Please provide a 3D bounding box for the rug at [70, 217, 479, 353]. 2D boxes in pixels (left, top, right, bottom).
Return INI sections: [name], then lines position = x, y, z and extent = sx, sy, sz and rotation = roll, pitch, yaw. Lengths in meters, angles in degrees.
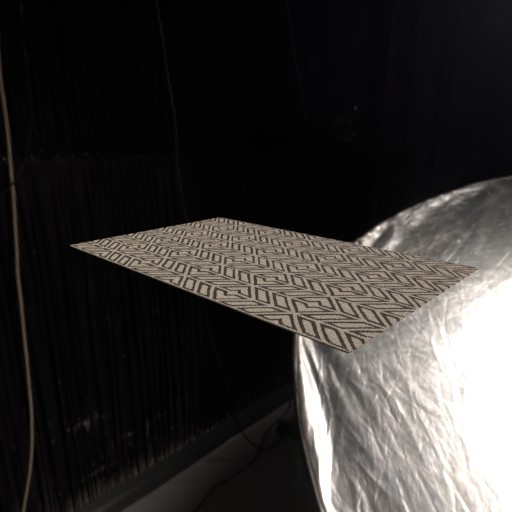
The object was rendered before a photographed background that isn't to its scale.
[rug]
position = 0.000, 0.000, 3.062
extent = 2.438, 0.008, 1.523
rotation = 15, 21, 41
